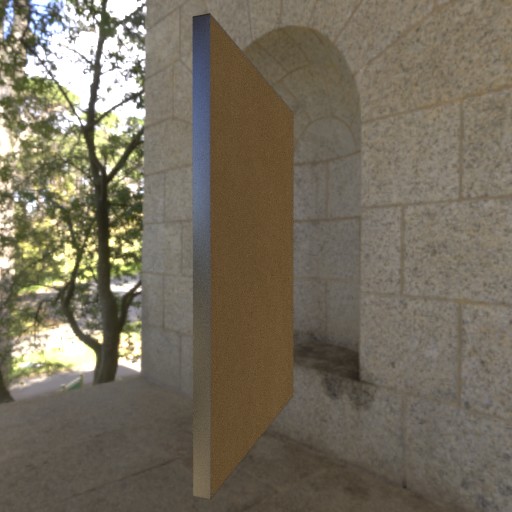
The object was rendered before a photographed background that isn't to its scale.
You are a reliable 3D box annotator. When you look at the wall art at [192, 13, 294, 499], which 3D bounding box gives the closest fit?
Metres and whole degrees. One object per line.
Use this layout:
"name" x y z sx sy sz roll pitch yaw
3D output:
"wall art" 0.000 0.000 0.566 0.019 0.455 0.314 0 1 19
